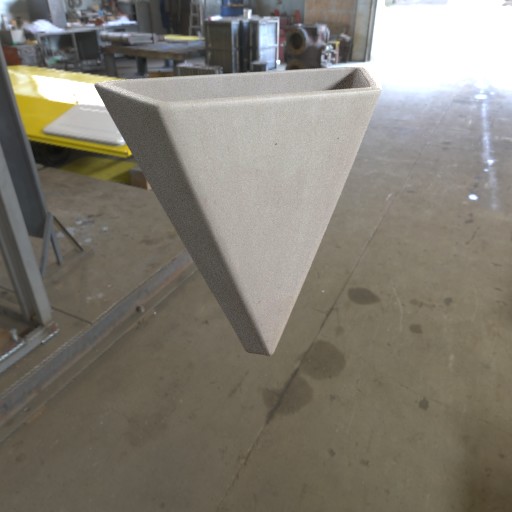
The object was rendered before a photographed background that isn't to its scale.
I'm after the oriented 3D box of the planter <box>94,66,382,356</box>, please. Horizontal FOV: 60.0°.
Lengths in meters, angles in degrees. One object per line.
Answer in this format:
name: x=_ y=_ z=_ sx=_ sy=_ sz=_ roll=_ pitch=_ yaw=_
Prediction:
planter: x=0.000 y=0.000 z=0.267 sx=0.150 sy=0.197 sz=0.060 roll=-10 pitch=33 yaw=-15
